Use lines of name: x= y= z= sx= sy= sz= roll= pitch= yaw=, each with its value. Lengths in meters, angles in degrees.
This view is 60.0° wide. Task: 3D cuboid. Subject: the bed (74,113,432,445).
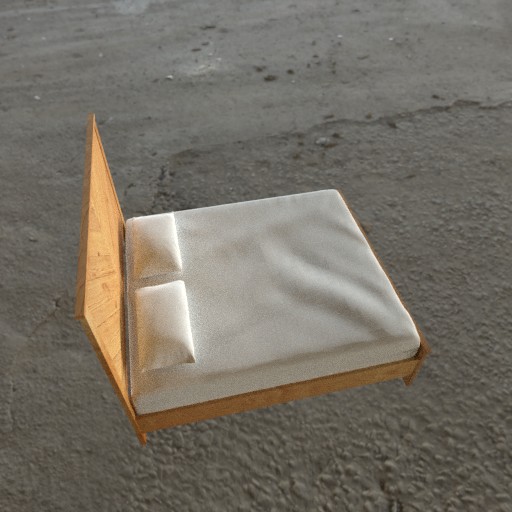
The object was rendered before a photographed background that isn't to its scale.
bed: x=0.000 y=0.000 z=3.526 sx=2.201 sy=1.686 sz=1.936 roll=-9 pitch=48 yaw=-9
